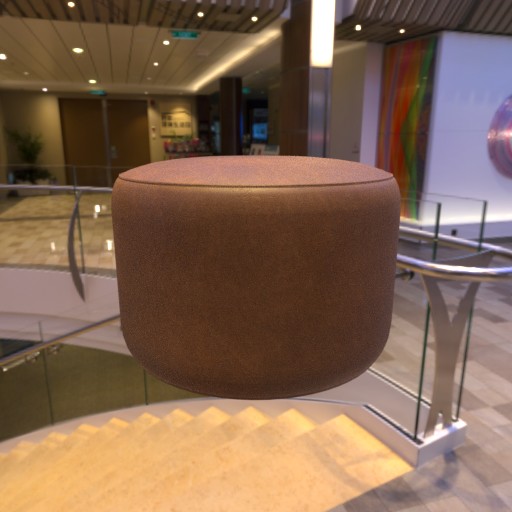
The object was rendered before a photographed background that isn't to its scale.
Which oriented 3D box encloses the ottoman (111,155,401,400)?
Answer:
[{"bbox_3d":[0.000,0.000,1.005,0.607,0.438,0.607,0,15,0],"label":"ottoman"}]
